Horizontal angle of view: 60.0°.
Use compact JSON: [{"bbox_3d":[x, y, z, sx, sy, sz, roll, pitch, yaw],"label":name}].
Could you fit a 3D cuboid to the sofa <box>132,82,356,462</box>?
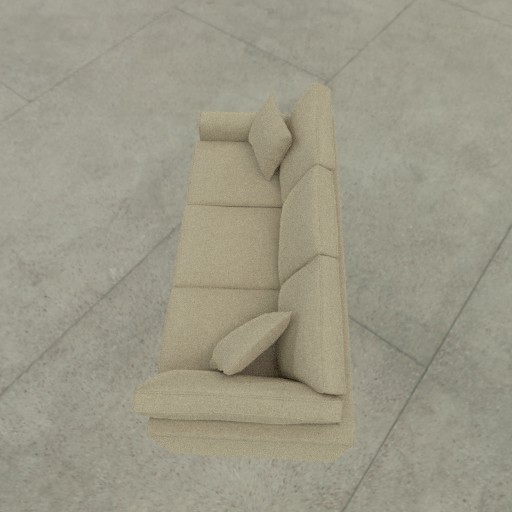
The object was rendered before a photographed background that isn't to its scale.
[{"bbox_3d":[0.000,0.000,2.869,1.061,0.962,2.317,2,60,1],"label":"sofa"}]
